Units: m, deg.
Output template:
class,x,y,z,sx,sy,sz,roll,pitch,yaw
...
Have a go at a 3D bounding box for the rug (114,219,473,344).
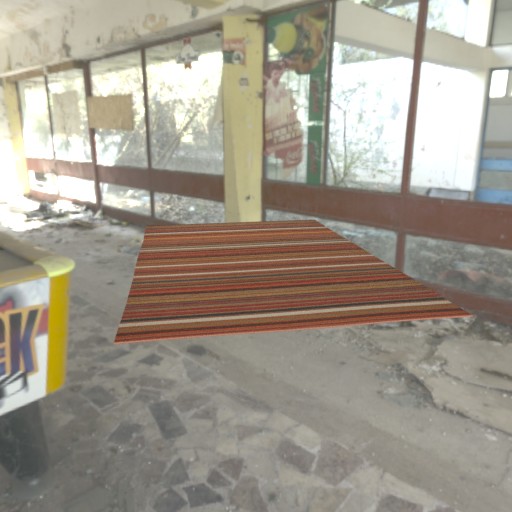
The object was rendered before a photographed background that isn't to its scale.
class,x,y,z,sx,sy,sz,roll,pitch,yaw
rug,0.000,0.000,2.315,1.217,0.007,1.828,-3,16,-10
